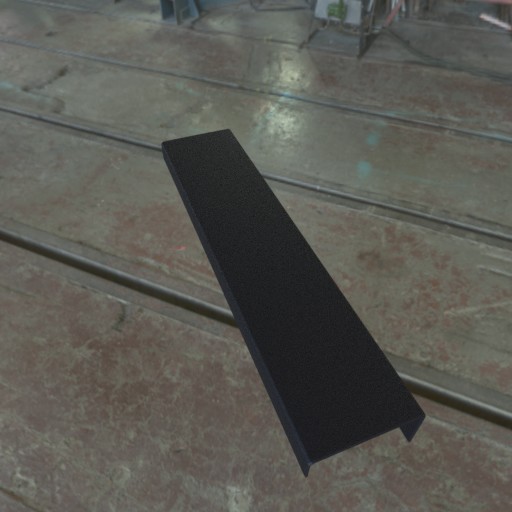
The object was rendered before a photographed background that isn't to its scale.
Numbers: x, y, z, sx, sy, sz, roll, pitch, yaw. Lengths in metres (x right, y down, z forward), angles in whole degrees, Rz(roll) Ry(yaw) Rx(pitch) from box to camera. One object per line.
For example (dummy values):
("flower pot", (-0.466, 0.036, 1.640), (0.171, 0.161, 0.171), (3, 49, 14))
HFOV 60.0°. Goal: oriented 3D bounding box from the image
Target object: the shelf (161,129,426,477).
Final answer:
("shelf", (0.000, 0.000, 0.490), (0.102, 0.053, 0.456), (-16, 48, -15))
